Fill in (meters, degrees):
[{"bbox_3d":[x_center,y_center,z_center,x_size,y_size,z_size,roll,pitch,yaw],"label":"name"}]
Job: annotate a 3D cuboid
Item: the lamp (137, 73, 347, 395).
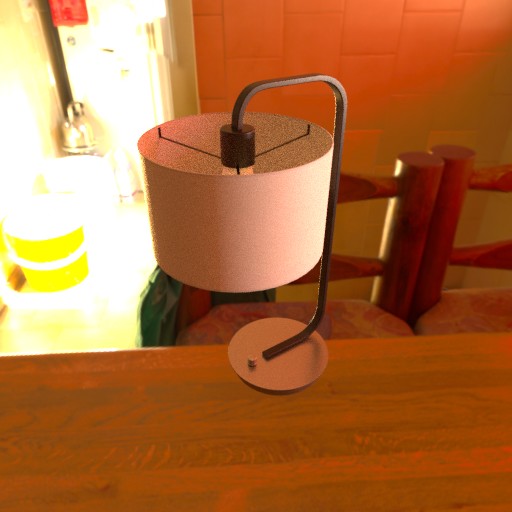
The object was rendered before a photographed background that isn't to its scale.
[{"bbox_3d":[0.000,0.000,0.637,0.288,0.473,0.230,-20,38,-28],"label":"lamp"}]
